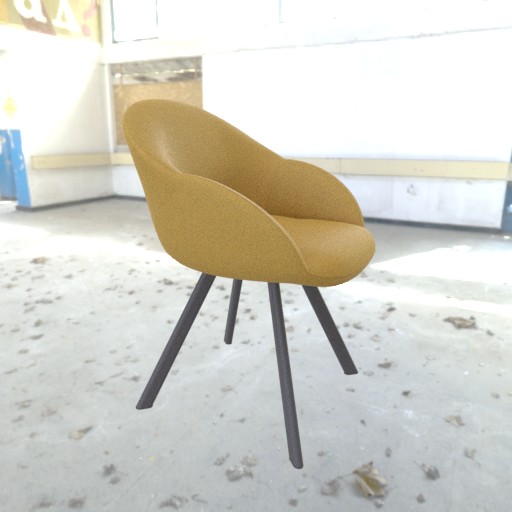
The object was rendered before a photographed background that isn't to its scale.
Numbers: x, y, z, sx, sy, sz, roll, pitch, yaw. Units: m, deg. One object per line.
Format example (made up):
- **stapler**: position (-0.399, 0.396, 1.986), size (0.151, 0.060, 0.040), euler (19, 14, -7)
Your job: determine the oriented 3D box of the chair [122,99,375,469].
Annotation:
- **chair**: position (0.000, 0.000, 1.163), size (0.583, 0.793, 0.551), euler (8, 18, 27)
